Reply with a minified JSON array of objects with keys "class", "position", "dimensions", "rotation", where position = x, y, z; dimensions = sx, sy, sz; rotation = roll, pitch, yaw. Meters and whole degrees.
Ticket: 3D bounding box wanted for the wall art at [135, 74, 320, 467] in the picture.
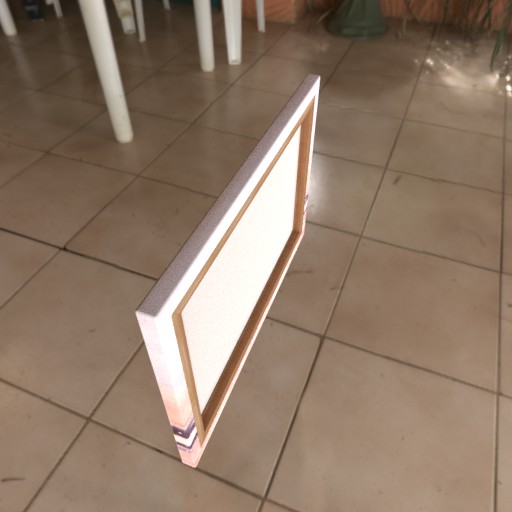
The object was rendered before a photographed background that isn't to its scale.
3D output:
[{"class":"wall art","position":[0.000,0.000,1.175],"dimensions":[0.038,0.609,0.913],"rotation":[15,47,15]}]
